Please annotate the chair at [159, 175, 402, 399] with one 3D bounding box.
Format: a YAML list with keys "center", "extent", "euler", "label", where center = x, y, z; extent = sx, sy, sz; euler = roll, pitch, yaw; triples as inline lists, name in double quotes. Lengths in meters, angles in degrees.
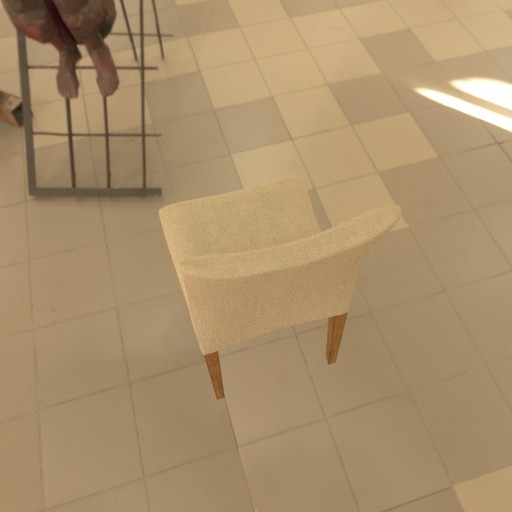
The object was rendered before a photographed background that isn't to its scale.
- center: [0.000, 0.000, 1.313]
  extent: [0.496, 0.940, 0.585]
  euler: [-15, 61, -8]
  label: "chair"
